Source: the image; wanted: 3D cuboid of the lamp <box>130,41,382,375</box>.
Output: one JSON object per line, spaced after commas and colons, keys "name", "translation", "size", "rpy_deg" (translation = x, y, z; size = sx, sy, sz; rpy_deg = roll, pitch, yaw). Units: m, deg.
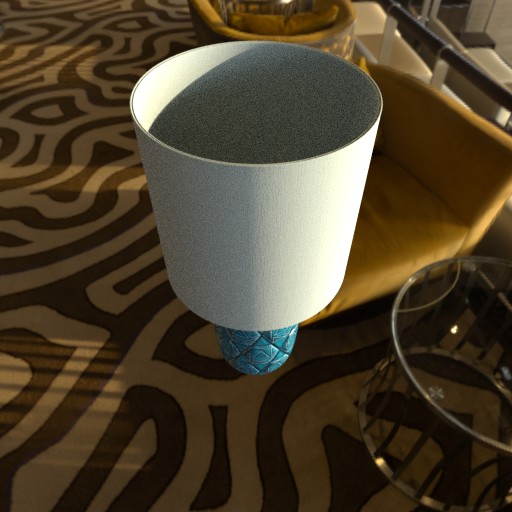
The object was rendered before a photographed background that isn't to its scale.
{"name": "lamp", "translation": [0.000, 0.000, 0.483], "size": [0.193, 0.377, 0.193], "rpy_deg": [-25, 52, -22]}
